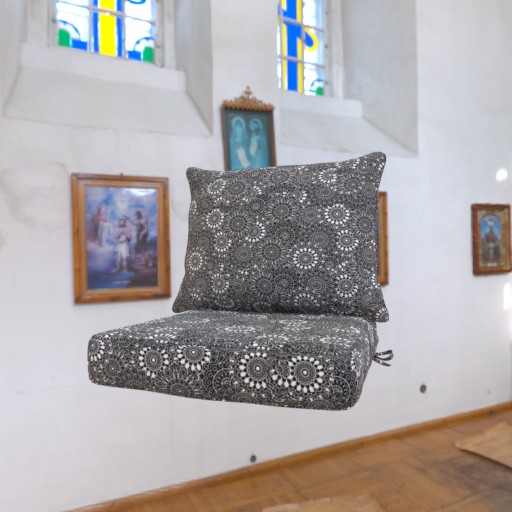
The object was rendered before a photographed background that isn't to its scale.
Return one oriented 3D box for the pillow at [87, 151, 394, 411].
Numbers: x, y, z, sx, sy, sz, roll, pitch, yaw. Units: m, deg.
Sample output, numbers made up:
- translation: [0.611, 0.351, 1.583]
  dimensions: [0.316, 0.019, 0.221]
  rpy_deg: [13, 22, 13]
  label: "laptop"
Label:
- translation: [0.000, 0.000, 1.368]
  dimensions: [0.798, 0.722, 0.740]
  rpy_deg: [0, -1, 19]
  label: "pillow"
